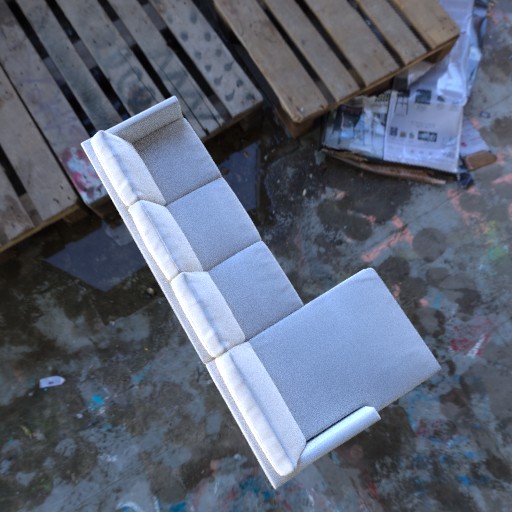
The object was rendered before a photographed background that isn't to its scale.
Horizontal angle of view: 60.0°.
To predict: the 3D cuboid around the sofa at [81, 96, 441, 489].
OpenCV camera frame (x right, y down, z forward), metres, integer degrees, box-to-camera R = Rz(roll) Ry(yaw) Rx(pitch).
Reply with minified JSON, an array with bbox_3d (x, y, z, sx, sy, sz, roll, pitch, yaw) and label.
[{"bbox_3d":[0.000,0.000,3.805,1.625,0.861,3.186,-30,78,-7],"label":"sofa"}]
